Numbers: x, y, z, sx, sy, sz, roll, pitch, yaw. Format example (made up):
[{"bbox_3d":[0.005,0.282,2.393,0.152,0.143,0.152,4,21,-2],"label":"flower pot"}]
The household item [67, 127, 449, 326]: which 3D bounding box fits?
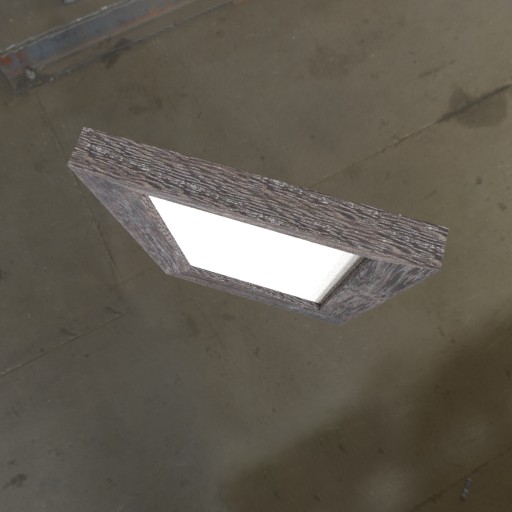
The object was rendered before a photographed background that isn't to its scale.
[{"bbox_3d":[0.000,0.000,0.241,0.133,0.180,0.020,16,76,4],"label":"household item"}]
